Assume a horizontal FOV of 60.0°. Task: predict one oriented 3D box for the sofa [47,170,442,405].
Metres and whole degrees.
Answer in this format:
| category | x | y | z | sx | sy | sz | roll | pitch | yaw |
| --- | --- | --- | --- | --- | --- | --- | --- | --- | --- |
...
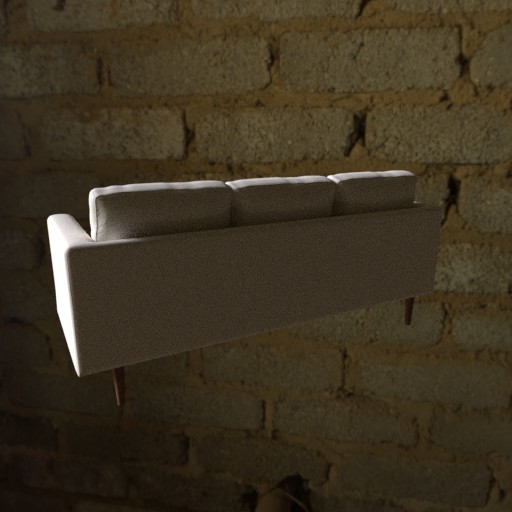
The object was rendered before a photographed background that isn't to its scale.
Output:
| category | x | y | z | sx | sy | sz | roll | pitch | yaw |
| --- | --- | --- | --- | --- | --- | --- | --- | --- | --- |
| sofa | 0.000 | 0.000 | 2.470 | 2.029 | 0.912 | 0.802 | -8 | 17 | -28 |
